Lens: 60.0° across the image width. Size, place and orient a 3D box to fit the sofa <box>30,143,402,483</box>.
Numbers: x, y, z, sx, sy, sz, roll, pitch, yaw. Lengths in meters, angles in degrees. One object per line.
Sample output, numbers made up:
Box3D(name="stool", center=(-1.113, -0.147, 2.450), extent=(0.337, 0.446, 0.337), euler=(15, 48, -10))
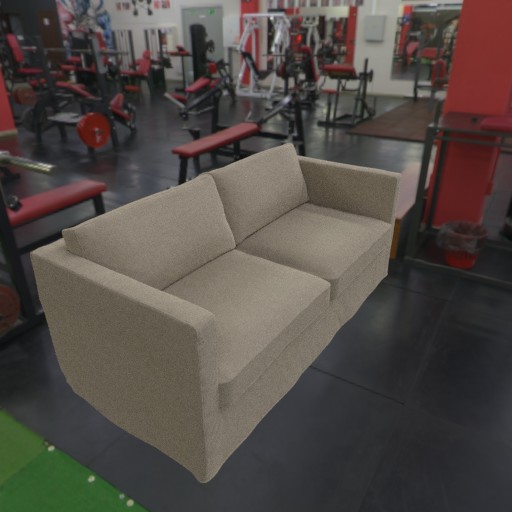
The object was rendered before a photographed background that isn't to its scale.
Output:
Box3D(name="sofa", center=(0.000, 0.000, 2.430), extent=(0.956, 0.847, 1.987), euler=(18, 32, 30))
